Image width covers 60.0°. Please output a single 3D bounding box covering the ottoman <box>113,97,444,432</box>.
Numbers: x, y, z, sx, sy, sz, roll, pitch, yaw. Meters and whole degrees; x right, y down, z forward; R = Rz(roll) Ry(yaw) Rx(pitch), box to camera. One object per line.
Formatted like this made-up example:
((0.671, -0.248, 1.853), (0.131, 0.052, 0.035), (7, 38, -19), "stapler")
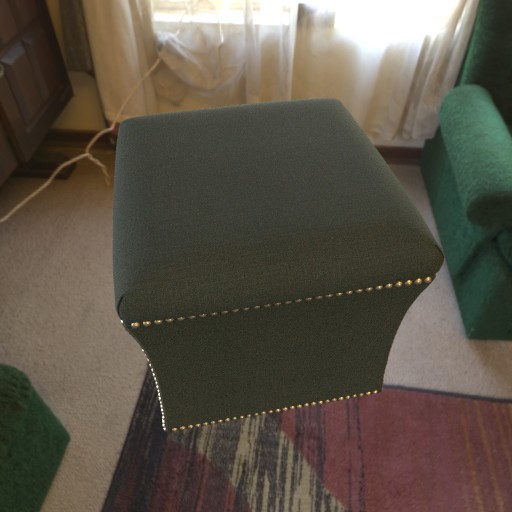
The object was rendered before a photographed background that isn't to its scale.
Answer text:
((0.000, 0.000, 0.922), (0.497, 0.475, 0.507), (-8, 47, -8), "ottoman")
